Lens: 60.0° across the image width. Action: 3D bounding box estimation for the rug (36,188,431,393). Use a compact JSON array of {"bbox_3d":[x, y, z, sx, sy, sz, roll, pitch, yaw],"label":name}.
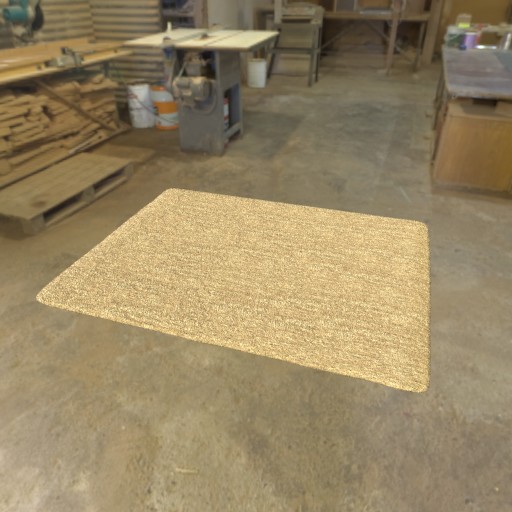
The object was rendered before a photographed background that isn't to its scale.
[{"bbox_3d":[0.000,0.000,3.824,2.873,0.050,2.242,10,33,15],"label":"rug"}]
